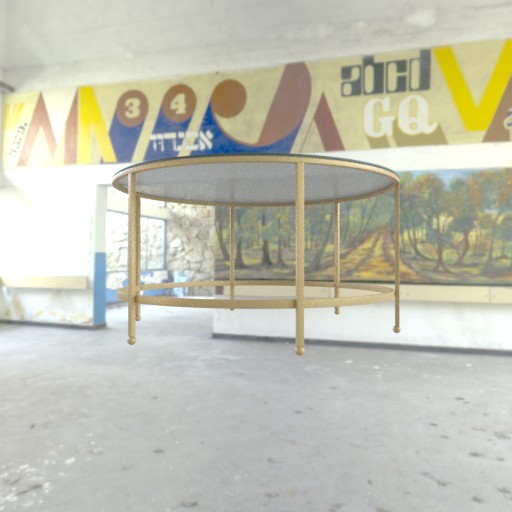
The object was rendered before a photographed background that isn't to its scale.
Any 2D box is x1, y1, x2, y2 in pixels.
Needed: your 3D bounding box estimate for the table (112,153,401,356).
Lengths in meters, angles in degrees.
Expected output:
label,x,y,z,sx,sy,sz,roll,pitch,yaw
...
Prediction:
label,x,y,z,sx,sy,sz,roll,pitch,yaw
table,0.000,0.000,1.473,0.914,0.470,0.914,0,0,0
